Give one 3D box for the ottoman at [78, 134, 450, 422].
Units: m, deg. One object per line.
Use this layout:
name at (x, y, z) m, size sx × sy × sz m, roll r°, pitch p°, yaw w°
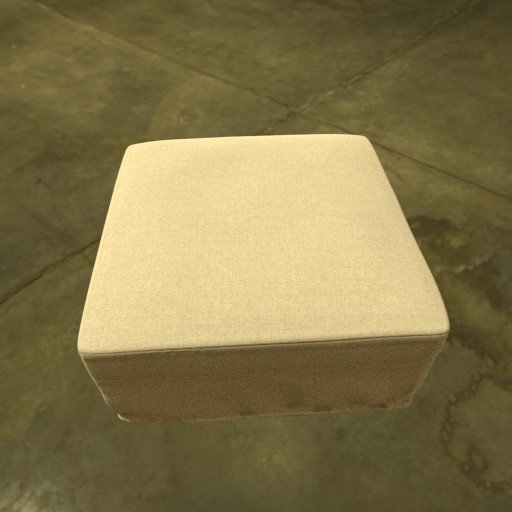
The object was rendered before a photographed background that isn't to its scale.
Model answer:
ottoman at (0.000, 0.000, 1.349) m, size 0.840 × 0.436 × 0.843 m, roll -3°, pitch 46°, yaw -3°
